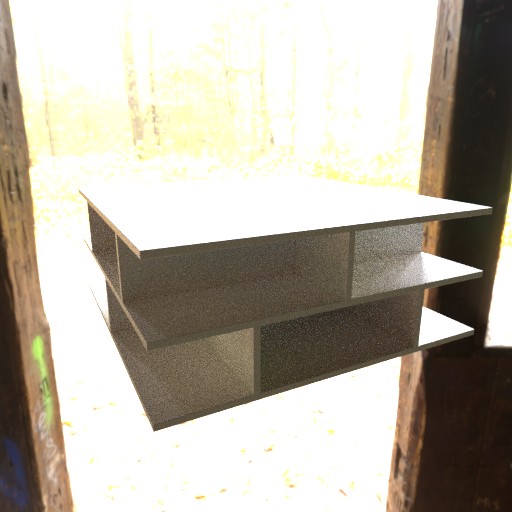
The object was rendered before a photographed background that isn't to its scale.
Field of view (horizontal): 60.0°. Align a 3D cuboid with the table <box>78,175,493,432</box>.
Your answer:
[{"bbox_3d":[0.000,0.000,1.068,0.700,0.289,0.700,-8,18,-26],"label":"table"}]
